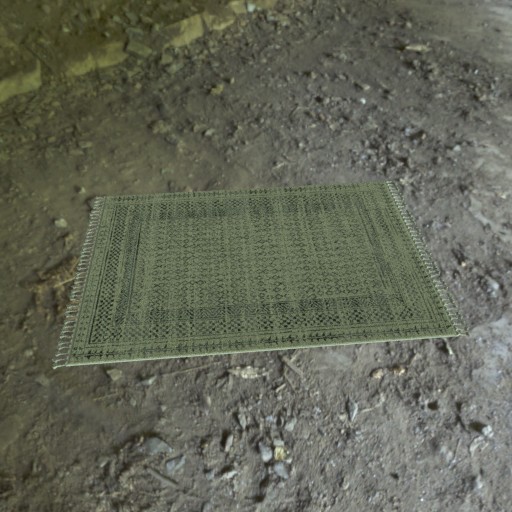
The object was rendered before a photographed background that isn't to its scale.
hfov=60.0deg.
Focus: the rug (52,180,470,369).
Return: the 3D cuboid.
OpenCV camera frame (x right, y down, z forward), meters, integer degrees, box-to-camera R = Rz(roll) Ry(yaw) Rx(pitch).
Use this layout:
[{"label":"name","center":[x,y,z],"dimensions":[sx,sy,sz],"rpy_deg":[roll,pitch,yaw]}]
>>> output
[{"label":"rug","center":[0.000,0.000,3.110],"dimensions":[2.486,0.013,1.548],"rpy_deg":[-4,47,-3]}]
